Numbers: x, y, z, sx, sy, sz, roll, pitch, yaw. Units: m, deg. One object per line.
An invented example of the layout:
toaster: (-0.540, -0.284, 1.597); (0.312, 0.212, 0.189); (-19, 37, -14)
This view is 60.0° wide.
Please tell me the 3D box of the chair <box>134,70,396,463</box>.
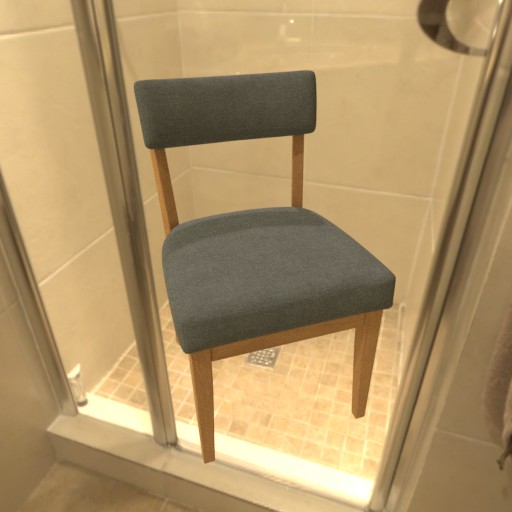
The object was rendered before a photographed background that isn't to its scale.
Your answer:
chair: (0.000, 0.000, 1.179); (0.508, 0.832, 0.572); (-10, 33, -15)
